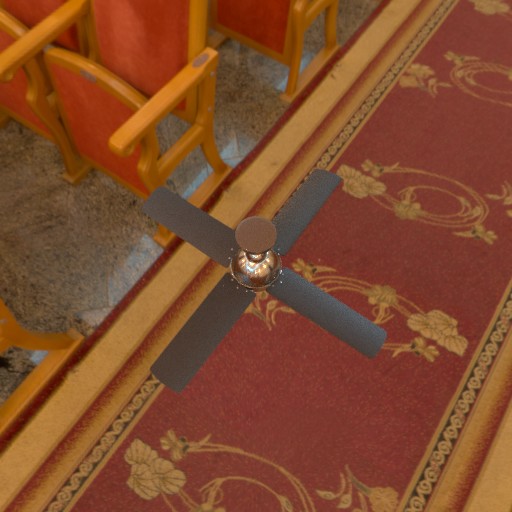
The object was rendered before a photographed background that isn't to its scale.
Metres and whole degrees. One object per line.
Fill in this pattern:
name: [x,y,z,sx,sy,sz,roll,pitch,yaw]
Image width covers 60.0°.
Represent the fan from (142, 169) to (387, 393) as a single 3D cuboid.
fan: [0.000,0.000,1.991,1.332,0.403,1.332,33,68,15]
